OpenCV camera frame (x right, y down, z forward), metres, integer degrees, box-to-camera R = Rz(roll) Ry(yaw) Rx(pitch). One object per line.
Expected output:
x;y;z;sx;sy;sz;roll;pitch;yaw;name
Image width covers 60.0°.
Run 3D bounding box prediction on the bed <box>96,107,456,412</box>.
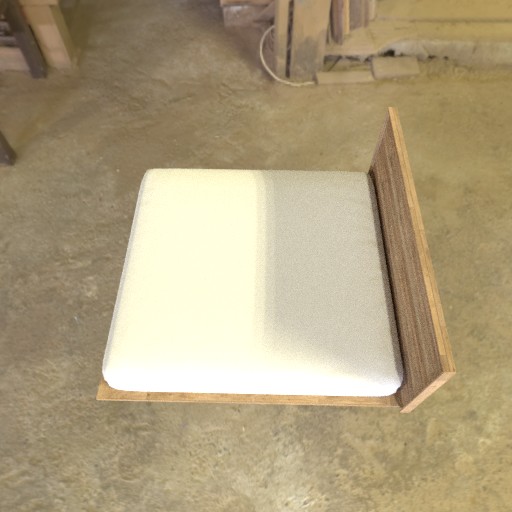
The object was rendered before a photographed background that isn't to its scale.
0.000;0.000;3.371;2.167;1.100;2.116;1;57;1;bed
